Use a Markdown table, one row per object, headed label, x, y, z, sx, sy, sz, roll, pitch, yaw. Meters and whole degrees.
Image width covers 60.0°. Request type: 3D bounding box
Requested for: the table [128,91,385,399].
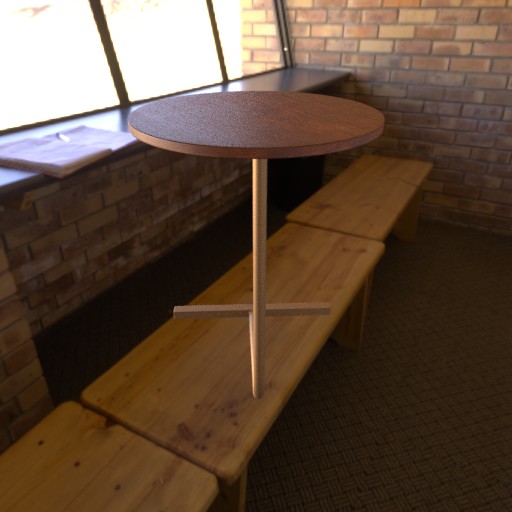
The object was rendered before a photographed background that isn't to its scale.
| label | x | y | z | sx | sy | sz | roll | pitch | yaw |
| --- | --- | --- | --- | --- | --- | --- | --- | --- | --- |
| table | 0.000 | 0.000 | 1.120 | 0.530 | 0.706 | 0.577 | -1 | 29 | -2 |
